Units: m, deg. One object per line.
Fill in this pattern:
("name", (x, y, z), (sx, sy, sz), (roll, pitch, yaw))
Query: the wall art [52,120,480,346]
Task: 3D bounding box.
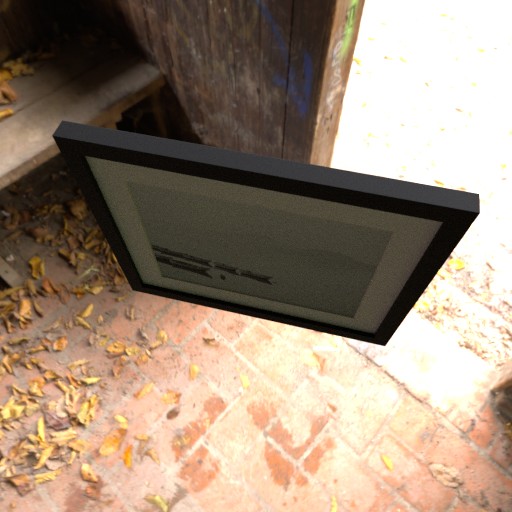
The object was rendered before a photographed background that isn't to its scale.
("wall art", (0.000, 0.000, 0.761), (0.554, 0.454, 0.030), (12, 59, 7))
